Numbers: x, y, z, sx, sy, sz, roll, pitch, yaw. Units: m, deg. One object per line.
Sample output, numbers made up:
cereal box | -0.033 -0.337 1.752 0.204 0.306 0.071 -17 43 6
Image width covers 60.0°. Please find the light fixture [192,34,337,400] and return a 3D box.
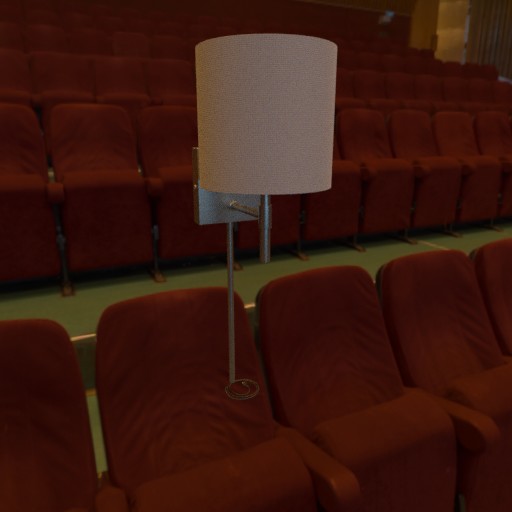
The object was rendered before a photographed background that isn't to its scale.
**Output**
light fixture | 0.000 0.000 0.698 0.188 0.589 0.248 -8 17 -26
